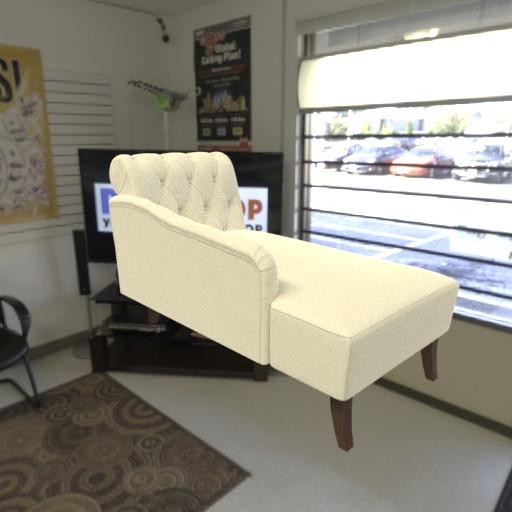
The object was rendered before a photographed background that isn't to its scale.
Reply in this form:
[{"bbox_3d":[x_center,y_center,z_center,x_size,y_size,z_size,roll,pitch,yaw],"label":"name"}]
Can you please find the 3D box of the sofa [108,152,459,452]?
[{"bbox_3d":[0.000,0.000,1.797,0.675,0.787,1.379,-14,20,-42],"label":"sofa"}]
